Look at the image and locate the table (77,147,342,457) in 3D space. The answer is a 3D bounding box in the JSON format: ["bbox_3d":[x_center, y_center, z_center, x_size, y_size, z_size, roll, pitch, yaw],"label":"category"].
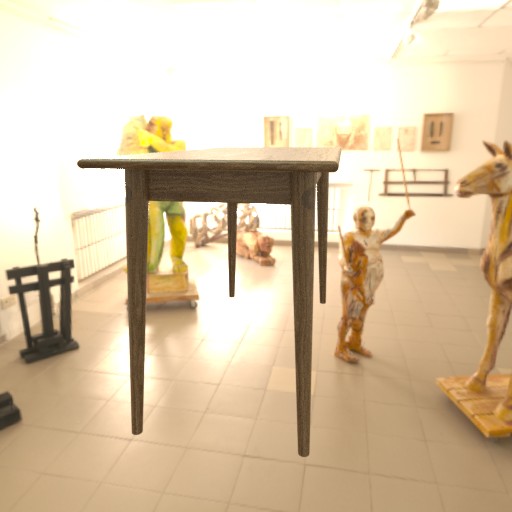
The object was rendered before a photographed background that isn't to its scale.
[{"bbox_3d":[0.000,0.000,1.691,0.599,0.780,1.300,3,15,10],"label":"table"}]
